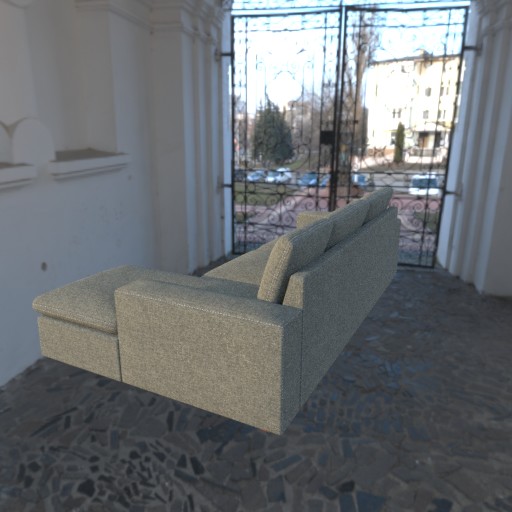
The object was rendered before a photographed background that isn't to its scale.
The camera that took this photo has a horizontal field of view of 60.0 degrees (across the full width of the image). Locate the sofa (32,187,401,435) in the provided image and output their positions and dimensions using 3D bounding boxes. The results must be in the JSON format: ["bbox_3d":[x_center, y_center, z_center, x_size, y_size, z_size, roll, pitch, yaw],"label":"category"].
[{"bbox_3d":[0.000,0.000,3.460,1.689,0.940,2.718,8,18,27],"label":"sofa"}]
